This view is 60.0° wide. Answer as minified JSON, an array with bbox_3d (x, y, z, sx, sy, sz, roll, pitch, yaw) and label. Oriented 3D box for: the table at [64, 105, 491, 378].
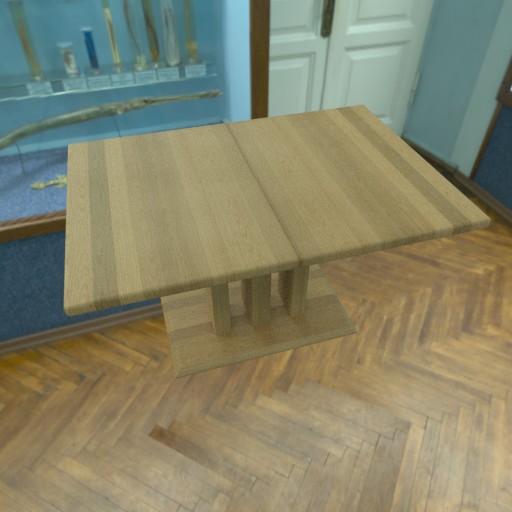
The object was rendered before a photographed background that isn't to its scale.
[{"bbox_3d":[0.000,0.000,1.847,1.300,0.770,0.900,-11,44,-12],"label":"table"}]
